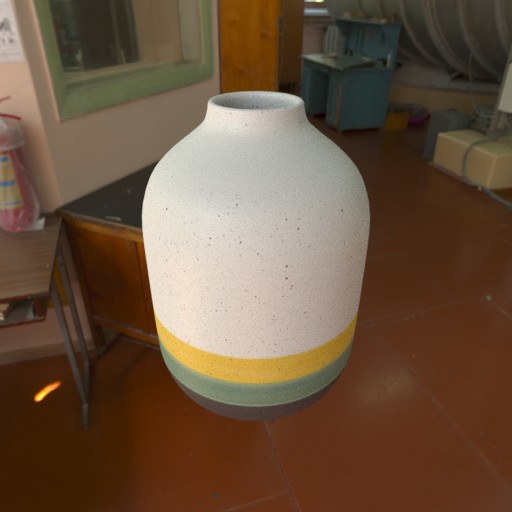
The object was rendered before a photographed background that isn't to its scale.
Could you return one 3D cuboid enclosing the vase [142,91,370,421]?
[{"bbox_3d":[0.000,0.000,0.354,0.169,0.240,0.169,0,30,0],"label":"vase"}]
